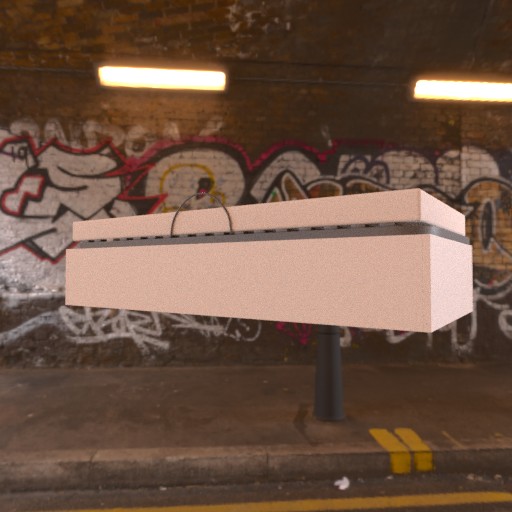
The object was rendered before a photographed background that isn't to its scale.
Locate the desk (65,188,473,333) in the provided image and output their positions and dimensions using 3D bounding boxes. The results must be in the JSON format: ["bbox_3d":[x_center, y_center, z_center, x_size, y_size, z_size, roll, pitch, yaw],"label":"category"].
[{"bbox_3d":[0.000,0.000,2.265,1.900,0.526,0.900,-1,-2,34],"label":"desk"}]
